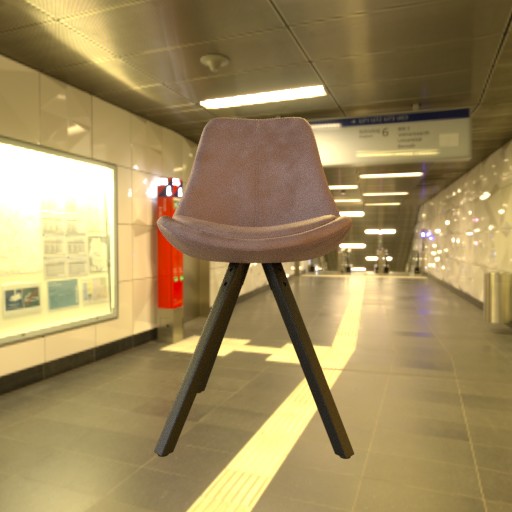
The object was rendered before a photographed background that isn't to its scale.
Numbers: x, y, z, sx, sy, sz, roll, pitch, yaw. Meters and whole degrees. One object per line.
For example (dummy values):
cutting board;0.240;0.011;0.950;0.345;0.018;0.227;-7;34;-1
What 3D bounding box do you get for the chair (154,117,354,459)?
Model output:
chair;0.000;0.000;1.171;0.483;0.865;0.547;0;2;1
